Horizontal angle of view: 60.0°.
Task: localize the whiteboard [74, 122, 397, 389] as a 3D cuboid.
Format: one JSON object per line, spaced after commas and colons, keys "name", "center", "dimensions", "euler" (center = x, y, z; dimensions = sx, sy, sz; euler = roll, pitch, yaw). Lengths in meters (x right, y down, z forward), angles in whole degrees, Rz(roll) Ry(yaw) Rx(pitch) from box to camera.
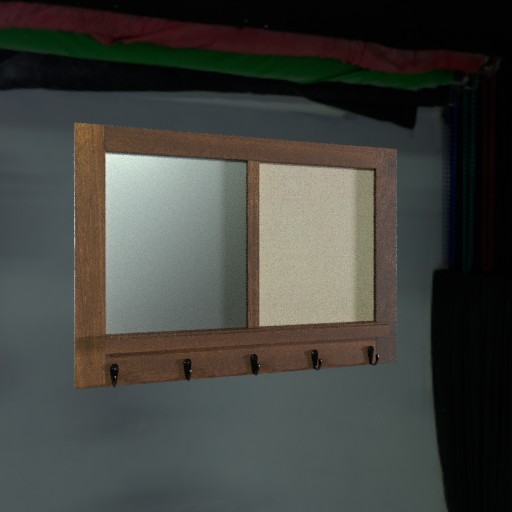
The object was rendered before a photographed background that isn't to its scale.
{"name": "whiteboard", "center": [0.000, 0.000, 1.025], "dimensions": [0.783, 0.559, 0.083], "euler": [0, 0, -17]}
